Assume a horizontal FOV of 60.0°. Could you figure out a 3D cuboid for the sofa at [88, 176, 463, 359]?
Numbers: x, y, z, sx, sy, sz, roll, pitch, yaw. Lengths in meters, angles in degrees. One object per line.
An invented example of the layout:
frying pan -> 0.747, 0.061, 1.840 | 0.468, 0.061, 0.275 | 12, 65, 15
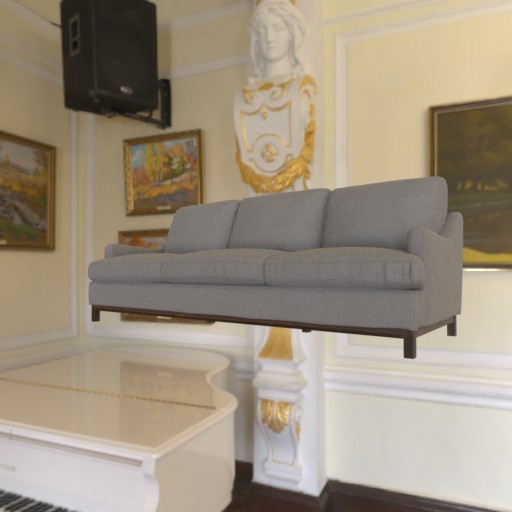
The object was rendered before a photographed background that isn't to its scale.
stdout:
sofa -> 0.000, 0.000, 2.900 | 2.344, 0.926, 0.987 | -1, -2, 36
